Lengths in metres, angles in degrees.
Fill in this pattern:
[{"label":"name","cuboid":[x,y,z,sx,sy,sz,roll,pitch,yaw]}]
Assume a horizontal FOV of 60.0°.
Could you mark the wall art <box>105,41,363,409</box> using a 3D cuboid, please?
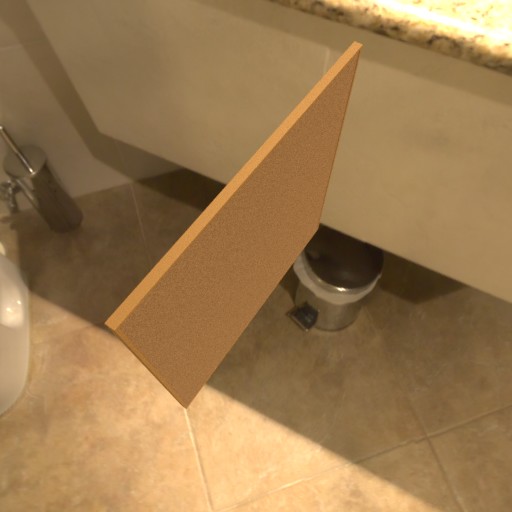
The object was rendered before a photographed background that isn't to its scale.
[{"label":"wall art","cuboid":[0.000,0.000,0.679,0.013,0.455,0.457,32,67,15]}]
